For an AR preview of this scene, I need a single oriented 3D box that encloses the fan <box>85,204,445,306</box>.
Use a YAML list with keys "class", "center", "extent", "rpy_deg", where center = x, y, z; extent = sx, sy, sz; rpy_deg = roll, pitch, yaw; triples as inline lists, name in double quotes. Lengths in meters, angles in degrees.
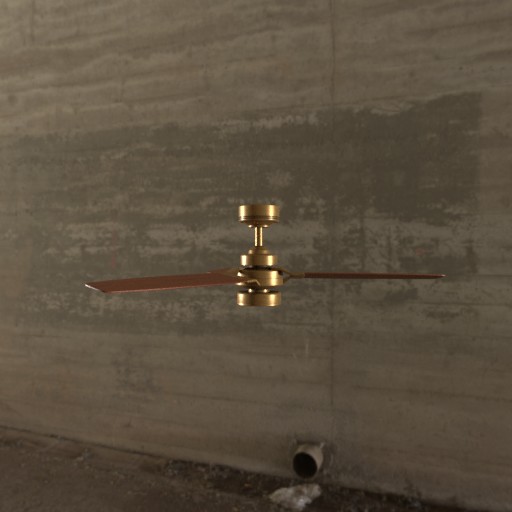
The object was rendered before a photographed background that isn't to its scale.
- class: "fan"
  center: [0.000, 0.000, 2.050]
  extent: [1.416, 0.425, 1.271]
  rpy_deg: [0, 0, -18]
